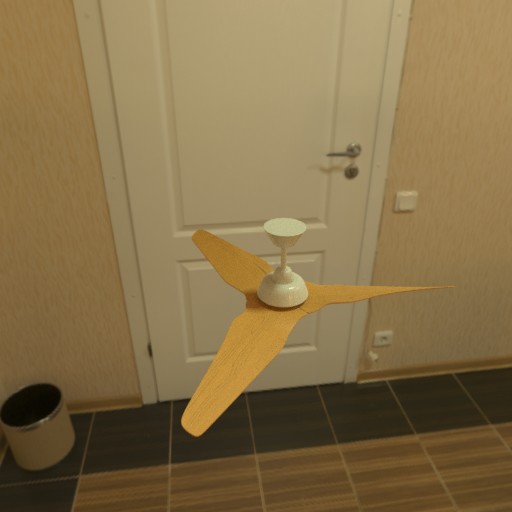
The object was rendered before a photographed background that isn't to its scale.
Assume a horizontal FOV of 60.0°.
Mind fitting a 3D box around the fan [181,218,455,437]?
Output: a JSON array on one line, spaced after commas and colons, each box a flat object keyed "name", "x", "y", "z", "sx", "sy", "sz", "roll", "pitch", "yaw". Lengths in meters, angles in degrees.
[{"name": "fan", "x": 0.000, "y": 0.000, "z": 1.675, "sx": 1.142, "sy": 0.355, "sz": 1.010, "roll": -20, "pitch": 35, "yaw": -32}]
